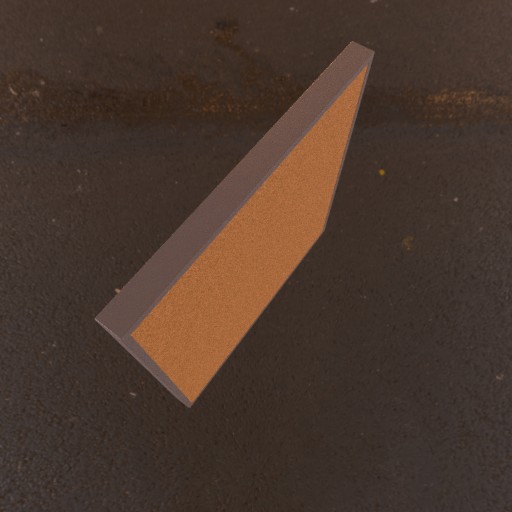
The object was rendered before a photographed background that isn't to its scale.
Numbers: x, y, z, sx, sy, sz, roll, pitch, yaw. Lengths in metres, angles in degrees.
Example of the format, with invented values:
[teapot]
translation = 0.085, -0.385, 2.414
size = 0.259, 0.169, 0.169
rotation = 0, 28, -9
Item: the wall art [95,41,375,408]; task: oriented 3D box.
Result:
[wall art]
translation = 0.000, 0.000, 0.522
size = 0.028, 0.349, 0.349
rotation = 33, 68, 15
